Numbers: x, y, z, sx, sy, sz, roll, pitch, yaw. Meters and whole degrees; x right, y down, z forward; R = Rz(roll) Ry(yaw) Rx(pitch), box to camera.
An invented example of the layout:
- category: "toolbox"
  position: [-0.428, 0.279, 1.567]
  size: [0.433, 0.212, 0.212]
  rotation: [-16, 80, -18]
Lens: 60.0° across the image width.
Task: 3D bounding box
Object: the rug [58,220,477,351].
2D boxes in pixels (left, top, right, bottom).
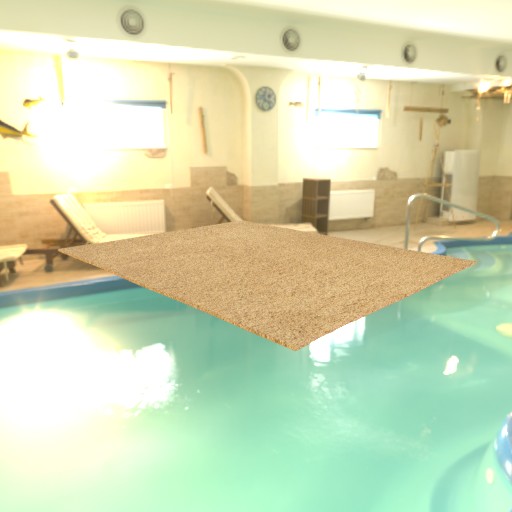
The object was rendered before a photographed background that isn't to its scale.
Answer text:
- category: "rug"
  position: [0.000, 0.000, 4.048]
  size: [2.400, 0.025, 3.000]
  rotation: [-13, 19, -43]
